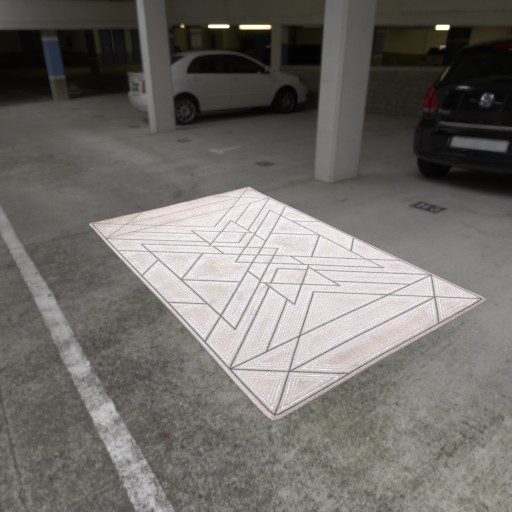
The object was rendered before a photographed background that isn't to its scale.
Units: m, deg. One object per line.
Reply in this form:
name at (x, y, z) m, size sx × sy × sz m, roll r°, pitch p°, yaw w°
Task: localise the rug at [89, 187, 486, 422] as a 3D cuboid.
rug at (0.000, 0.000, 3.076) m, size 1.575 × 0.023 × 2.459 m, roll -18°, pitch 33°, yaw -31°
